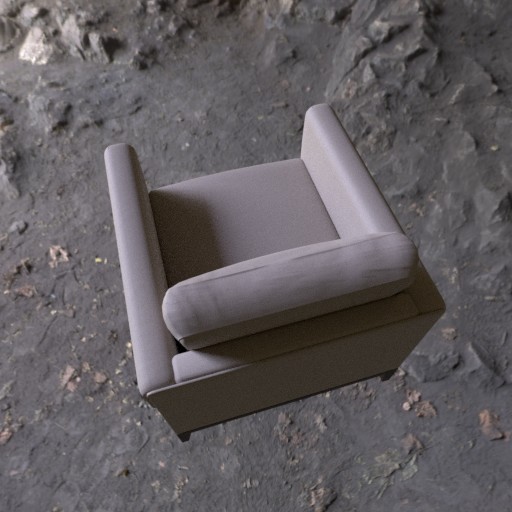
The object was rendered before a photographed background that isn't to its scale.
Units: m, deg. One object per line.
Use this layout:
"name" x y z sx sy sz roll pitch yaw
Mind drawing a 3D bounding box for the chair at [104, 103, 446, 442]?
"chair" 0.000 0.000 1.658 0.914 0.838 0.959 -14 58 -9
